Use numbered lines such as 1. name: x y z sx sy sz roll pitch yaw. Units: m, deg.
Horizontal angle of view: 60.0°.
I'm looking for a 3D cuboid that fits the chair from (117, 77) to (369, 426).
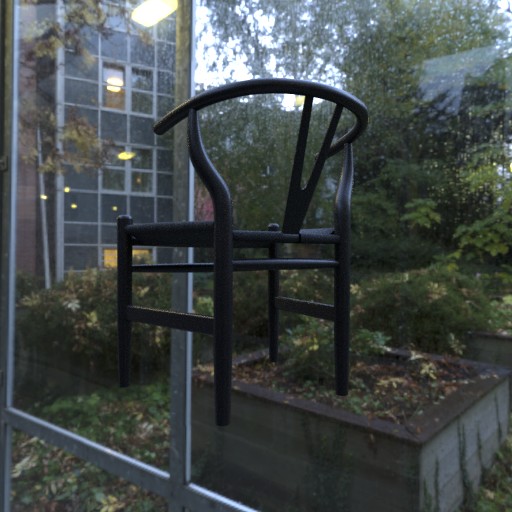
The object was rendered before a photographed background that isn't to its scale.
1. chair: 0.000 0.000 1.179 0.569 0.730 0.579 0 -1 -35
